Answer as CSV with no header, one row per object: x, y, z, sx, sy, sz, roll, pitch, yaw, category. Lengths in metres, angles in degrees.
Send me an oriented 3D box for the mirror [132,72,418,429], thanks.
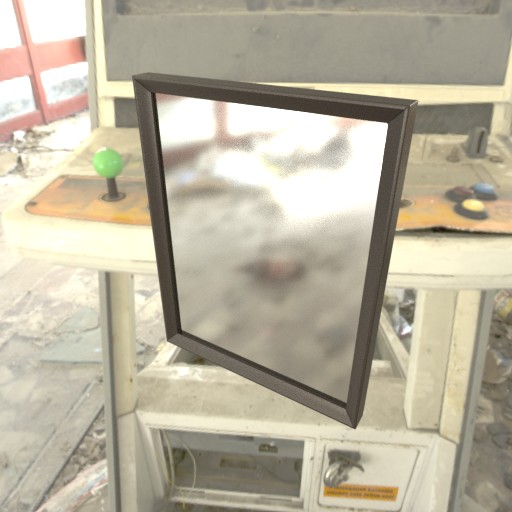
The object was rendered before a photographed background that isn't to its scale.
0.000,0.000,0.700,0.406,0.509,0.041,17,34,27,mirror
